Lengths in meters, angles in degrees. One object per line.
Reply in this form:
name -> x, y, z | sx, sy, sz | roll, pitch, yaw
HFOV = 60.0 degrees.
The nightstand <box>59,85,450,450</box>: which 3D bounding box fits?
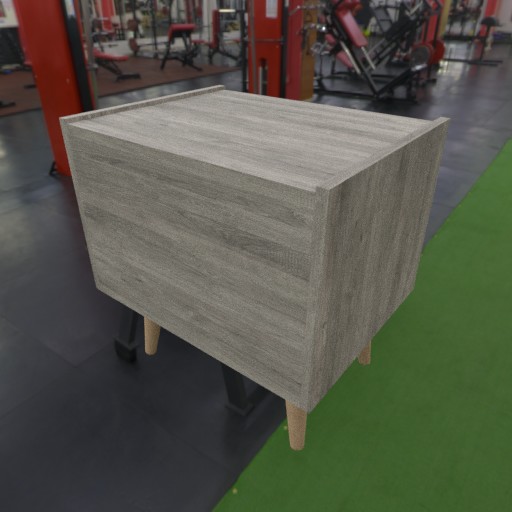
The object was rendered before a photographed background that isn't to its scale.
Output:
nightstand -> 0.000, 0.000, 0.817 | 0.480, 0.500, 0.380 | 22, 37, 32
